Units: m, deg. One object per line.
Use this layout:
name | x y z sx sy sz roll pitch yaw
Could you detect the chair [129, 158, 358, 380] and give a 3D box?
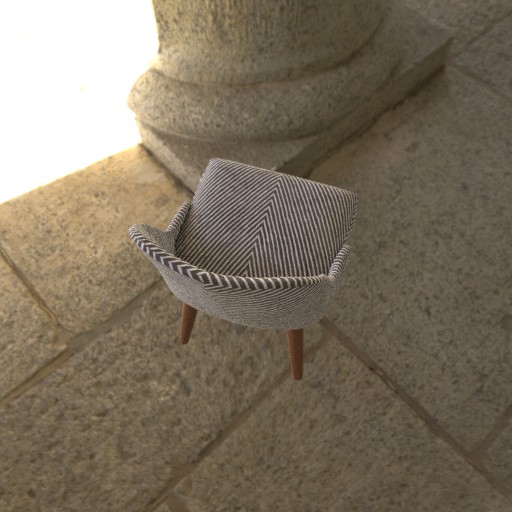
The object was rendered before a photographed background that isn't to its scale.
chair | 0.000 0.000 1.262 0.504 0.883 0.591 16 63 8
